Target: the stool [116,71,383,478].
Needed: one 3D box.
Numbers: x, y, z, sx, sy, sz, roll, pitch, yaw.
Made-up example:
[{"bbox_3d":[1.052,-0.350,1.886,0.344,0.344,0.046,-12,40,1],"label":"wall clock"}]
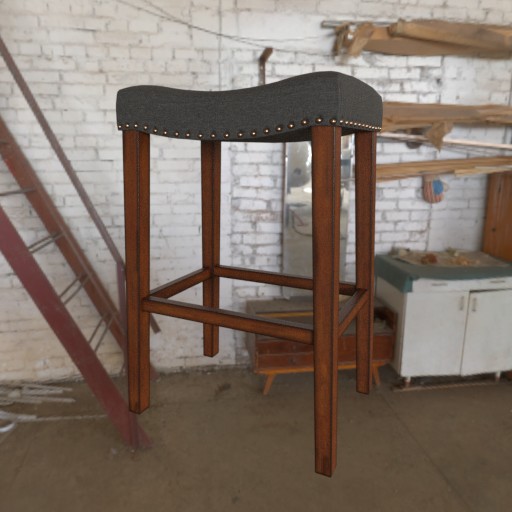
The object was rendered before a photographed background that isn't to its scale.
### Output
[{"bbox_3d":[0.000,0.000,1.030,0.502,0.748,0.366,7,15,25],"label":"stool"}]
